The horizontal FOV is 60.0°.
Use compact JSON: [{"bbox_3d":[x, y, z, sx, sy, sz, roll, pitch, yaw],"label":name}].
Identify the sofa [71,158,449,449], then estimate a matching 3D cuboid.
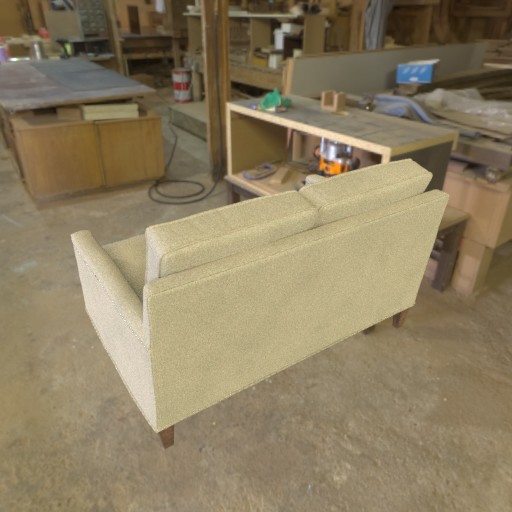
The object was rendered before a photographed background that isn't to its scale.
[{"bbox_3d":[0.000,0.000,2.286,1.597,1.003,1.084,-18,35,-28],"label":"sofa"}]
